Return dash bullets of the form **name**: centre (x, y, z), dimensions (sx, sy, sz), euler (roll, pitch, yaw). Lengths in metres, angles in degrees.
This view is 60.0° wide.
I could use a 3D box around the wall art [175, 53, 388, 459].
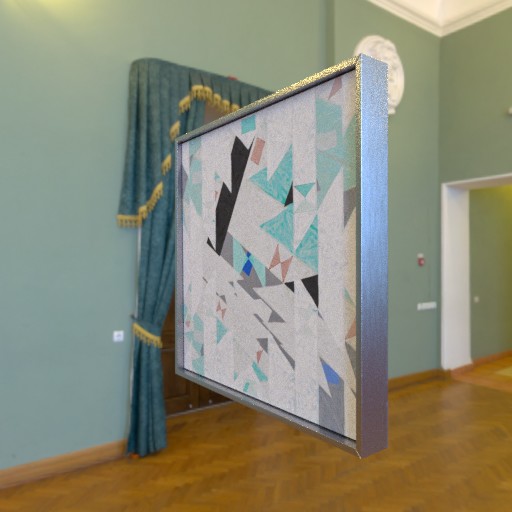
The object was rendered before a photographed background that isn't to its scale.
- **wall art**: centre (0.000, 0.000, 0.532), dimensions (0.038, 0.350, 0.350), euler (0, 0, -37)
